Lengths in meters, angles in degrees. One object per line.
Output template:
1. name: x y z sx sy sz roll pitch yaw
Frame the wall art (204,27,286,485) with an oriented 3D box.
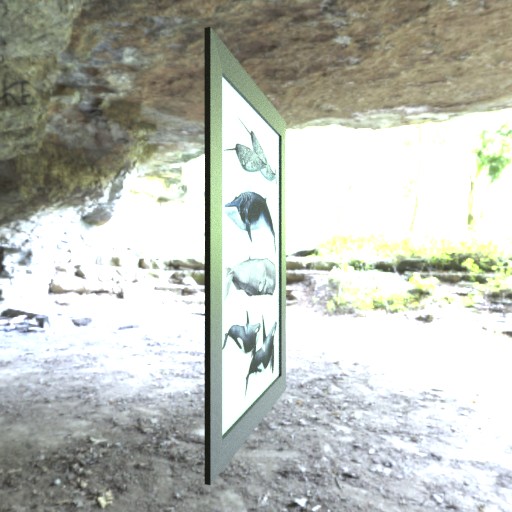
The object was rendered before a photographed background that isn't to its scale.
1. wall art: 0.000 0.000 1.469 0.016 1.116 0.810 0 0 17
